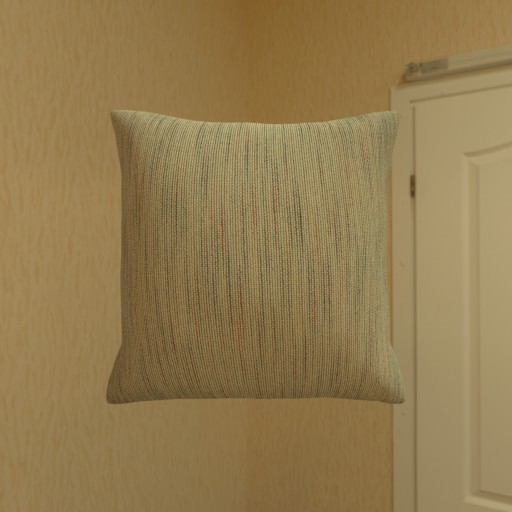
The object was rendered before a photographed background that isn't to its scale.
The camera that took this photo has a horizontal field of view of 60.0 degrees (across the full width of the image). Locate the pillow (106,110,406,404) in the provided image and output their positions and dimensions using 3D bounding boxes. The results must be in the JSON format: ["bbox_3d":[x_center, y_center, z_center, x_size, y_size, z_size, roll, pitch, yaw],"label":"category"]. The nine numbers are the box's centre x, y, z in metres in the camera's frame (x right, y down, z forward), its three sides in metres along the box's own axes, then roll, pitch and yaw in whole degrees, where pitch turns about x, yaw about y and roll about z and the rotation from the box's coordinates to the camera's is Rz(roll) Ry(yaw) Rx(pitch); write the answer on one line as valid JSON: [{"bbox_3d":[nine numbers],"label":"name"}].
[{"bbox_3d":[0.000,0.000,0.764,0.512,0.506,0.178,0,-1,0],"label":"pillow"}]
